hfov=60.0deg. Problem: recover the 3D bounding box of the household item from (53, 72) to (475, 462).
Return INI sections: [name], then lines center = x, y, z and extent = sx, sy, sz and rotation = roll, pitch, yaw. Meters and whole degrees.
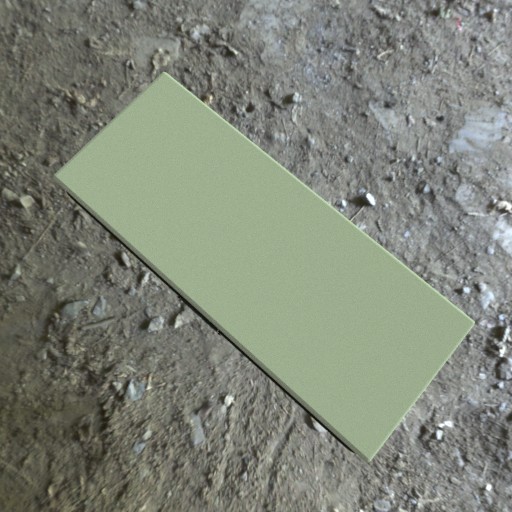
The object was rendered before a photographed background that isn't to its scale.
[household item]
center = 0.000, 0.000, 2.131
extent = 1.905, 0.356, 0.787
rotation = 41, 80, 9
